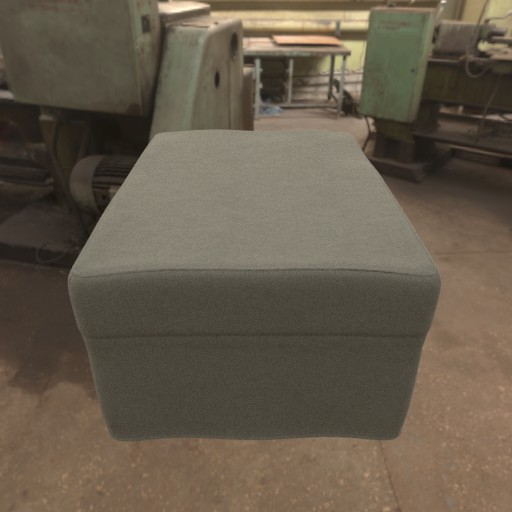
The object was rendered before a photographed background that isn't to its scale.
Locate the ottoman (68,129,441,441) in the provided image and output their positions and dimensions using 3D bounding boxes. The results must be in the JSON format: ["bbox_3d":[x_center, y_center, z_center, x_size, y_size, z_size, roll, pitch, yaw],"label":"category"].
[{"bbox_3d":[0.000,0.000,1.187,0.648,0.461,0.833,0,32,0],"label":"ottoman"}]
